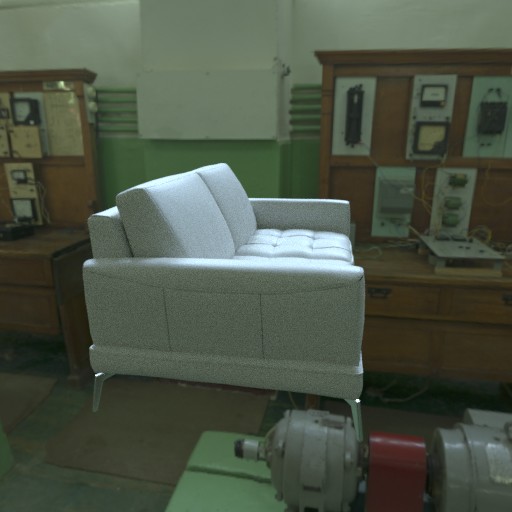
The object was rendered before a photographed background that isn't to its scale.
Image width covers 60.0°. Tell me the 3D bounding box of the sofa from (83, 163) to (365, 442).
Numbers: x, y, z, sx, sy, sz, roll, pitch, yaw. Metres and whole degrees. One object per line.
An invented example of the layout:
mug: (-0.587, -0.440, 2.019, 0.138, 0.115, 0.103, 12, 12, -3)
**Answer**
sofa: (0.000, 0.000, 2.471, 1.121, 0.930, 1.819, 3, 16, 9)
